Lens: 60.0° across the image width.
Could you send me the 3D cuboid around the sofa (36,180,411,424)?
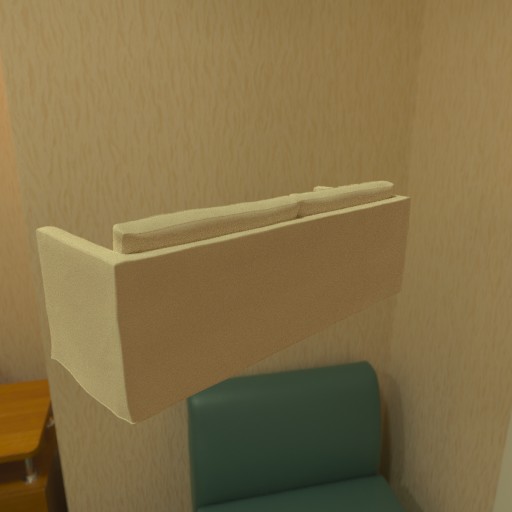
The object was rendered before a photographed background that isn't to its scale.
[{"bbox_3d":[0.000,0.000,3.316,2.779,0.999,1.036,-15,22,-42],"label":"sofa"}]
